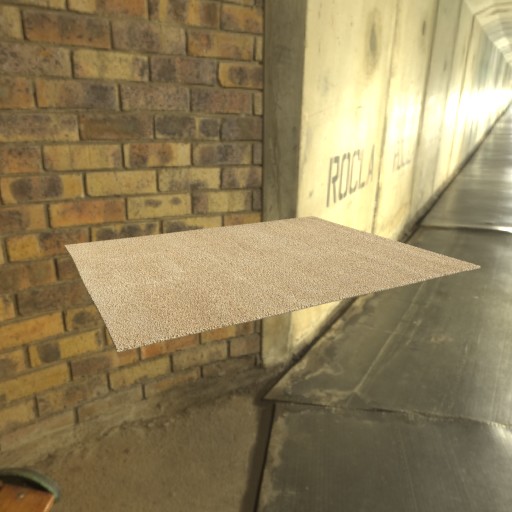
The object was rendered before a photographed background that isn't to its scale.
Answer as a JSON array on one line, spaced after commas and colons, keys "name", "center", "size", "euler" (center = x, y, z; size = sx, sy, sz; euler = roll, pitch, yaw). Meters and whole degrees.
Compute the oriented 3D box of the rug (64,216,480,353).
[{"name": "rug", "center": [0.000, 0.000, 4.054], "size": [3.000, 0.025, 2.400], "euler": [-9, 19, -27]}]
